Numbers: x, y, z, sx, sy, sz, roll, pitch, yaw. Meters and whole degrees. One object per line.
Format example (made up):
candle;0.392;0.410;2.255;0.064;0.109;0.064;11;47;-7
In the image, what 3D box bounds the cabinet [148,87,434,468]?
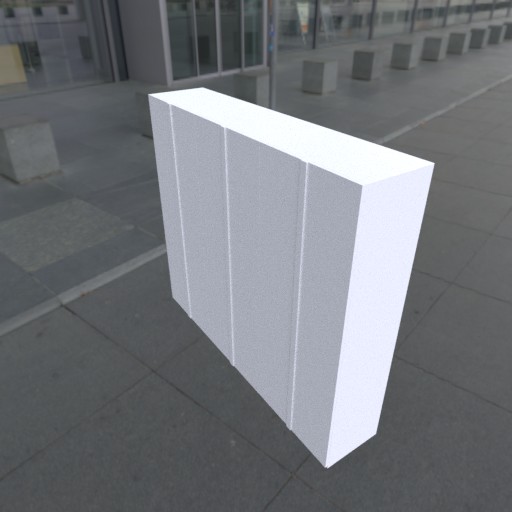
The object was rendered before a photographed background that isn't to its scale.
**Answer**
cabinet;0.000;0.000;3.930;0.590;2.370;2.700;-20;36;-29
